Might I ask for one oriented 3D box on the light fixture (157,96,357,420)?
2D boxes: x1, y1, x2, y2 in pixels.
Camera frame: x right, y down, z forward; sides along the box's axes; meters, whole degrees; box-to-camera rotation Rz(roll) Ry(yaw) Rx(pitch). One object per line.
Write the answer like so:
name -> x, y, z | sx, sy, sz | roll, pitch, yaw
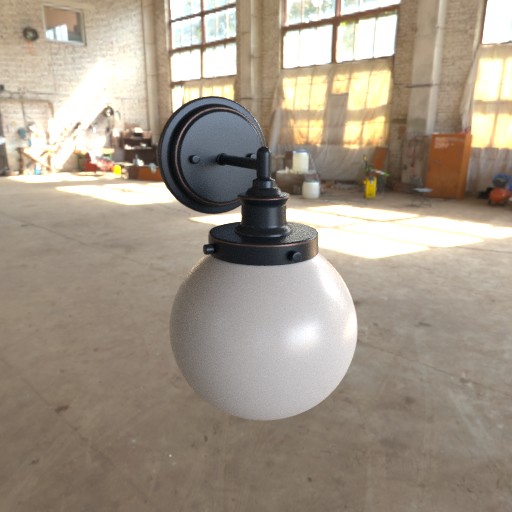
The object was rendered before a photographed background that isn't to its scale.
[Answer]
light fixture -> 0.000, 0.000, 0.469 | 0.197, 0.332, 0.230 | -8, 18, -26
